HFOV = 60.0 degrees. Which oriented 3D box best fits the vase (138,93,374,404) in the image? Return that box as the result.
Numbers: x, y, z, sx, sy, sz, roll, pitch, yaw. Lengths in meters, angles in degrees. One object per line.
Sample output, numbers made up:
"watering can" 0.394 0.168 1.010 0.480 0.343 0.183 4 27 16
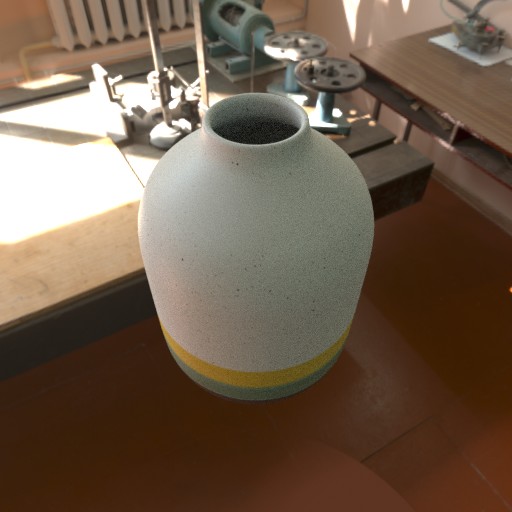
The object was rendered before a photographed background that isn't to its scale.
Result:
"vase" 0.000 0.000 0.350 0.169 0.240 0.169 0 47 0
